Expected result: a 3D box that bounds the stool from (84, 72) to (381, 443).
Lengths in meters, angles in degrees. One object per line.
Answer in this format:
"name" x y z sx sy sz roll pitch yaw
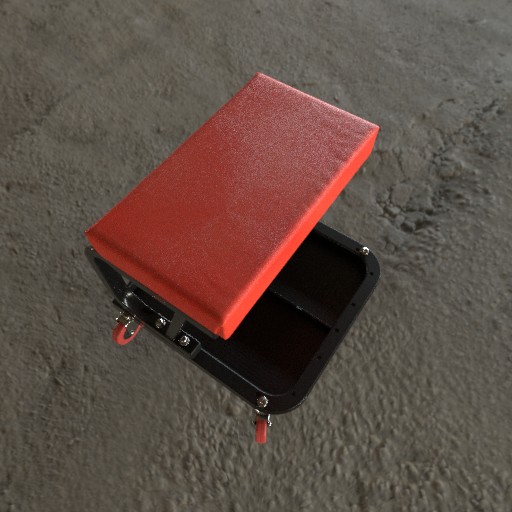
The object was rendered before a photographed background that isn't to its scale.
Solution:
"stool" 0.000 0.000 0.732 0.371 0.380 0.446 31 64 17
